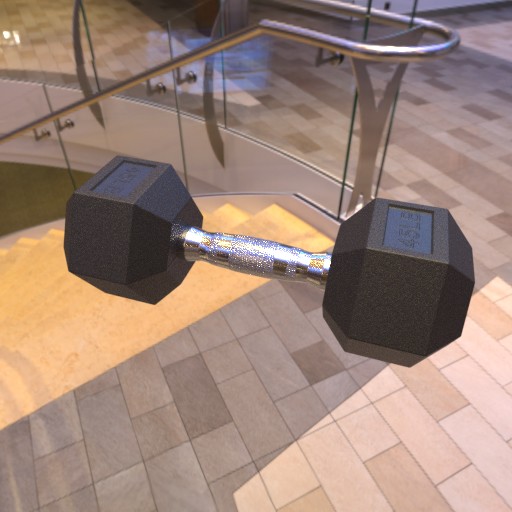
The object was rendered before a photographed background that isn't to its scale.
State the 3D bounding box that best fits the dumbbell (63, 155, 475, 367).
[{"bbox_3d":[0.000,0.000,0.411,0.356,0.123,0.141,12,42,13],"label":"dumbbell"}]
